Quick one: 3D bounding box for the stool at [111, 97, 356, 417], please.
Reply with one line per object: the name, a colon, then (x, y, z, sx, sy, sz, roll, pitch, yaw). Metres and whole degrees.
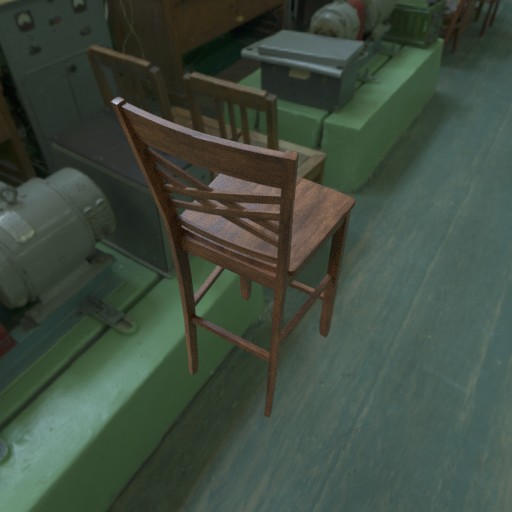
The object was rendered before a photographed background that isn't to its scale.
stool: (0.000, 0.000, 1.378, 0.433, 1.105, 0.487, 23, 50, 21)
